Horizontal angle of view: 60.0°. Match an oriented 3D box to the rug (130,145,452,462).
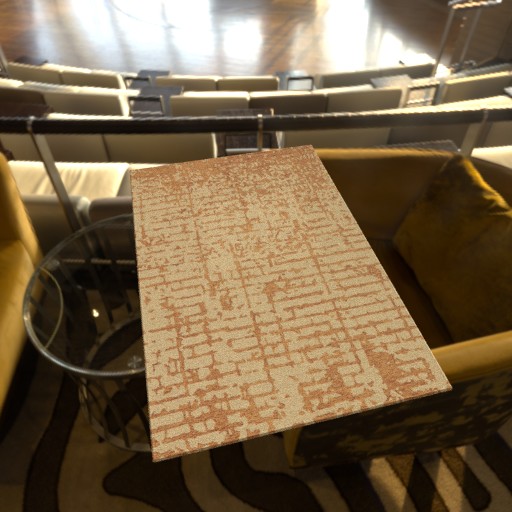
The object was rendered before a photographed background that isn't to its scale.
[{"bbox_3d":[0.000,0.000,2.324,1.219,0.011,1.829,-10,48,-9],"label":"rug"}]
